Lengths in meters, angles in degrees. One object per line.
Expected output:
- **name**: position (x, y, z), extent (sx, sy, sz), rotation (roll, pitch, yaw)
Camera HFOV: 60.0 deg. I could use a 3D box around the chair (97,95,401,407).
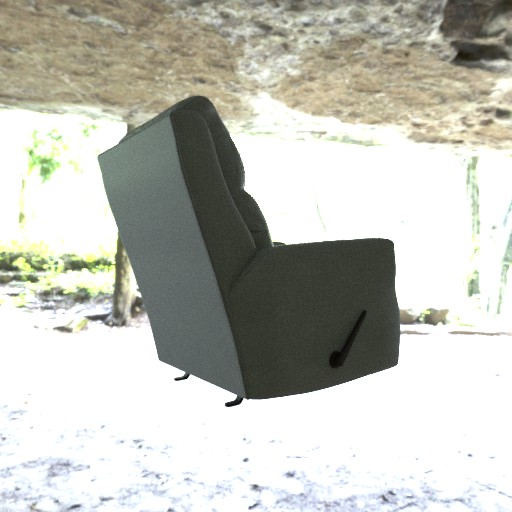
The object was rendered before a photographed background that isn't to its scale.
- **chair**: position (0.000, 0.000, 1.825), extent (1.080, 1.030, 0.829), rotation (0, 0, -37)
